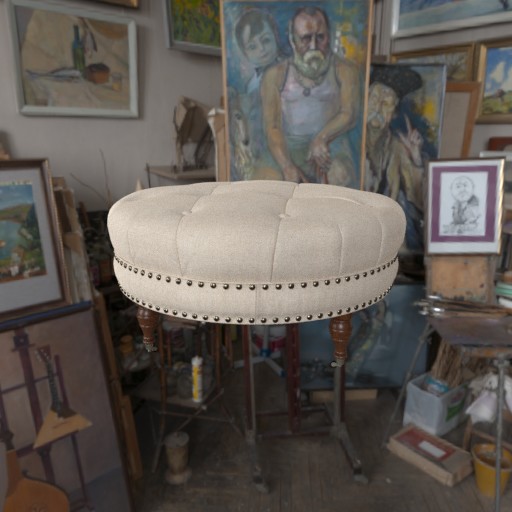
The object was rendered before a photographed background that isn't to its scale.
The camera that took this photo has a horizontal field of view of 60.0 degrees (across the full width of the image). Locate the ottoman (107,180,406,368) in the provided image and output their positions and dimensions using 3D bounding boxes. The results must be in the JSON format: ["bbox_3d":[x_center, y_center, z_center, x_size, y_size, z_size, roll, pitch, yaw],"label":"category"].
[{"bbox_3d":[0.000,0.000,1.500,0.940,0.483,0.940,0,15,0],"label":"ottoman"}]
